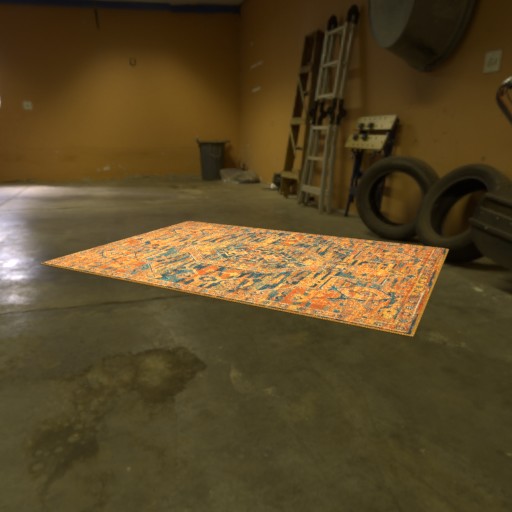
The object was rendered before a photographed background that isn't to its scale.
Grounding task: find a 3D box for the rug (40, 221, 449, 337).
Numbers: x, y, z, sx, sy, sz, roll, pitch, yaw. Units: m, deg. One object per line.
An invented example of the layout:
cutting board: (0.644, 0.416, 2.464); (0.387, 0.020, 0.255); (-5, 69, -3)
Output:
rug: (0.000, 0.000, 3.834); (2.916, 0.019, 2.043); (8, 17, 27)
